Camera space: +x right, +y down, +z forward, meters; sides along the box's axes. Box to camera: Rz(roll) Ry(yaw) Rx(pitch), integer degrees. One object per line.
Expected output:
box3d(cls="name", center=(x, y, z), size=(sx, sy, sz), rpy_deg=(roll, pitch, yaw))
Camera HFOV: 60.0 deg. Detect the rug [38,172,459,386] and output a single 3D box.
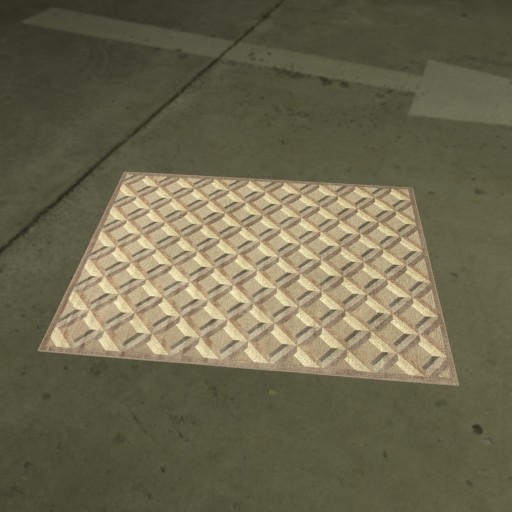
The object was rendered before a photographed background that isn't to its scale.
box3d(cls="rug", center=(0.000, 0.000, 4.242), size=(3.294, 0.018, 2.382), rpy_deg=(4, 47, 4))
